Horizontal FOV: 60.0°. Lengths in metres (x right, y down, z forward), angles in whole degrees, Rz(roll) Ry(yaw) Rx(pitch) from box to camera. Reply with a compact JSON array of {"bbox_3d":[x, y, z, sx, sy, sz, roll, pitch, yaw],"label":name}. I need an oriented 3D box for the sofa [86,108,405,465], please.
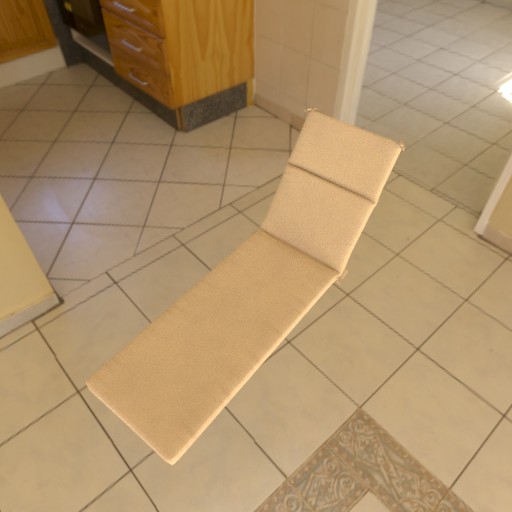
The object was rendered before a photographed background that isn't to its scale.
[{"bbox_3d":[0.000,0.000,1.997,0.582,0.622,1.663,30,54,25],"label":"sofa"}]
